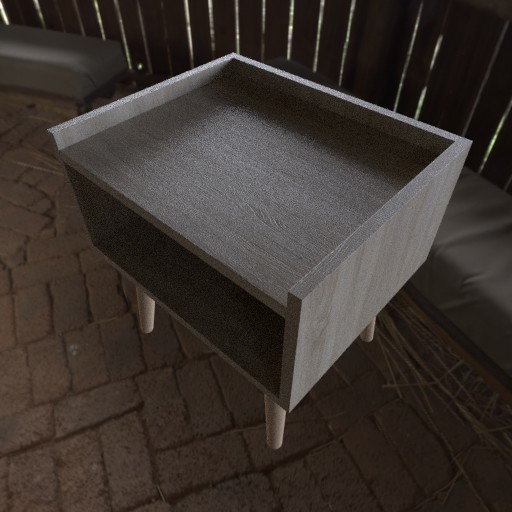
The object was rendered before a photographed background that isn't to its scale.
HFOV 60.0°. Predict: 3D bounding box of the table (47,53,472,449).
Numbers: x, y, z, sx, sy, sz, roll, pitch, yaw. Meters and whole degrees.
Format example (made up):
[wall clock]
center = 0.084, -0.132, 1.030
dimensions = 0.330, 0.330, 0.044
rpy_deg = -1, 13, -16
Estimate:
[table]
center = 0.000, 0.000, 0.773
dimensions = 0.450, 0.470, 0.370
rpy_deg = 33, 54, 28
